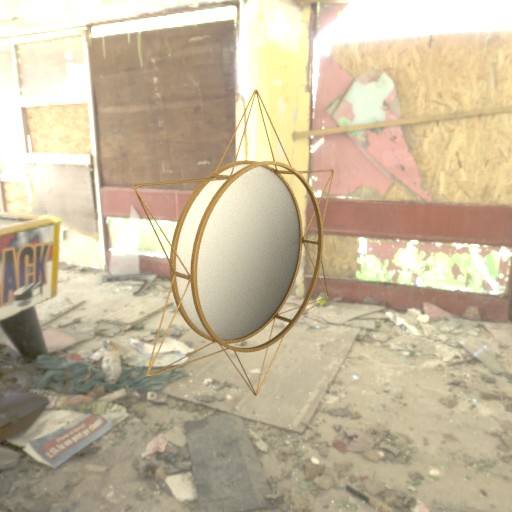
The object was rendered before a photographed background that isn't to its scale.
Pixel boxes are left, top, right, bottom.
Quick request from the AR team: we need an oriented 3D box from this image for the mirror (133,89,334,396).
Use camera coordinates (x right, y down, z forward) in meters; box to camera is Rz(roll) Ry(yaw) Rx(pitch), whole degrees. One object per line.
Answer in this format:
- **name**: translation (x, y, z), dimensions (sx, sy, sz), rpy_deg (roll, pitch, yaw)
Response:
- **mirror**: translation (0.000, 0.000, 0.820), dimensions (0.062, 0.581, 0.498), rpy_deg (13, 19, 41)
